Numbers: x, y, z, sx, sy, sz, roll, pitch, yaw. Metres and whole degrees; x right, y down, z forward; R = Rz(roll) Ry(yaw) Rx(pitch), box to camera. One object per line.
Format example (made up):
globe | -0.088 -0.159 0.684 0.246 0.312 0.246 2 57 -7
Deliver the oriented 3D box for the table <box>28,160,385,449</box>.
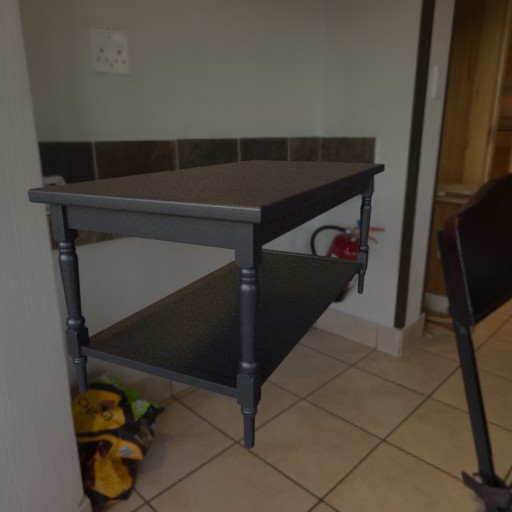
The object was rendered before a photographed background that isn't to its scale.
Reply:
table | 0.000 0.000 1.378 0.550 0.510 1.107 7 17 25
